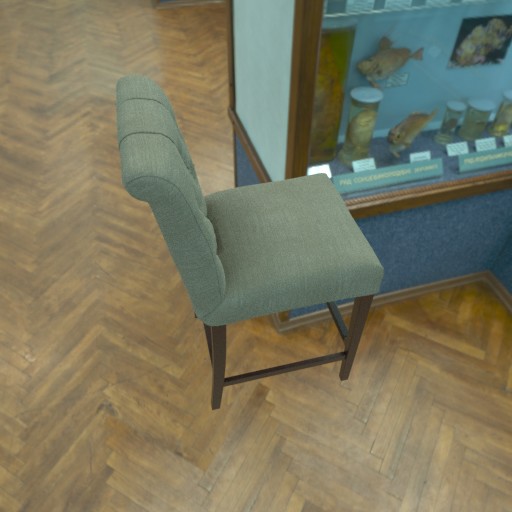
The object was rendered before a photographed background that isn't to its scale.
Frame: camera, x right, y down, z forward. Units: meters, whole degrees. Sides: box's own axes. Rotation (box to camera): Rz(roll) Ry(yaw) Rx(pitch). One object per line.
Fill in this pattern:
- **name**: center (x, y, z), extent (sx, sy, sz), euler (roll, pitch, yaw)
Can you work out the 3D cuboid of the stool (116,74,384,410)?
- **stool**: center (0.000, 0.000, 1.441), extent (0.660, 1.084, 0.486), euler (-10, 47, -9)
